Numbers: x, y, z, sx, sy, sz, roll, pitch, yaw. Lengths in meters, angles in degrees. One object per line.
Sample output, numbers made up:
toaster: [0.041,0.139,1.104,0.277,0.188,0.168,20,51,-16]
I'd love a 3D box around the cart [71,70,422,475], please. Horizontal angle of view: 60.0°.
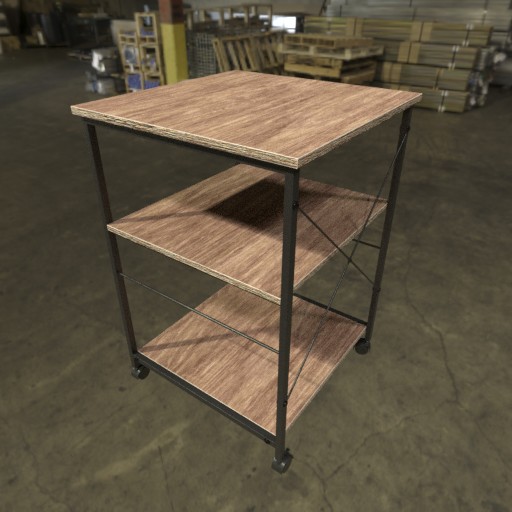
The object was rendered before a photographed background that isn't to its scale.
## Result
cart: [0.000,0.000,1.117,0.520,0.762,0.521,21,37,30]
